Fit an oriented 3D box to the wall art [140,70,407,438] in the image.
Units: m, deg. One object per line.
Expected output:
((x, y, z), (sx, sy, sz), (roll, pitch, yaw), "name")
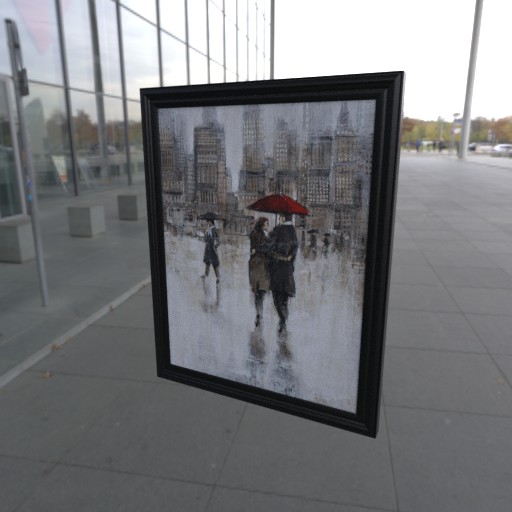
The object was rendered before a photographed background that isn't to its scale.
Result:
((0.000, 0.000, 1.614), (0.950, 1.194, 0.053), (7, 16, 26), "wall art")
